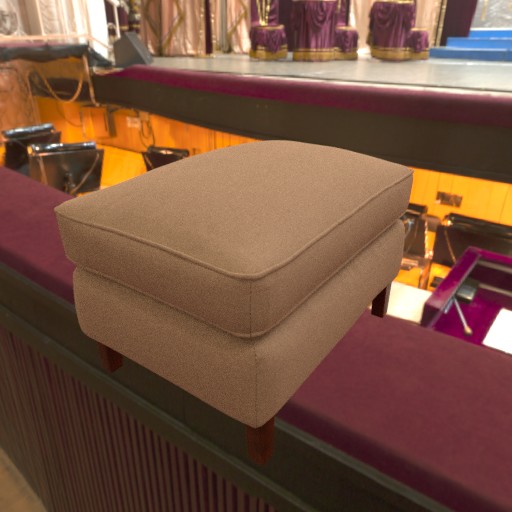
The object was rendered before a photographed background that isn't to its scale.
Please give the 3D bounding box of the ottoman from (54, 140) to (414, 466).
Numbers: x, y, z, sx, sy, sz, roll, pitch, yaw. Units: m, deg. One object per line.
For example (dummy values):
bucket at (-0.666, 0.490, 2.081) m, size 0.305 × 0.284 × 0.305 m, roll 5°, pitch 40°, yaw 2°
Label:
ottoman at (0.000, 0.000, 0.991) m, size 0.501 × 0.456 × 0.665 m, roll 18°, pitch 32°, yaw 32°
